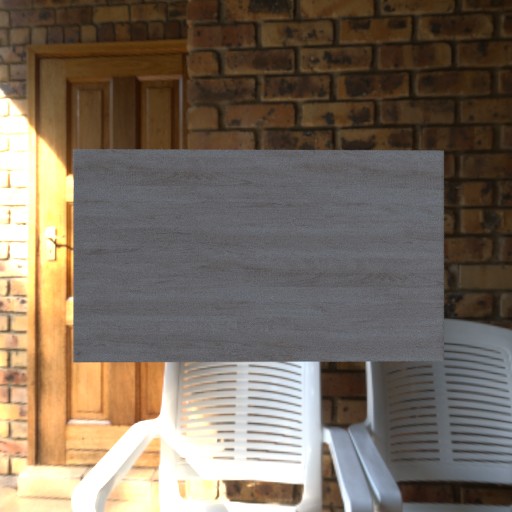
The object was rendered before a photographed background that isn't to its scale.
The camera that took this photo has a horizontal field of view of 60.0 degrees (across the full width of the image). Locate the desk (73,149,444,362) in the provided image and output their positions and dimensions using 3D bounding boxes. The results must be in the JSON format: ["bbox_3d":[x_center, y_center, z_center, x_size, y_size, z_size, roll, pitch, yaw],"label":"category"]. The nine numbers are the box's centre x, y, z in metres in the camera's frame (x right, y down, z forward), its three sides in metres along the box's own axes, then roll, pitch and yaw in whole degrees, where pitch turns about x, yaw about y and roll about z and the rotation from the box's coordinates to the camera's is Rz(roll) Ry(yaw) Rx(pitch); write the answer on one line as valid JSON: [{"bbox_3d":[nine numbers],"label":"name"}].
[{"bbox_3d":[0.000,0.000,2.622,1.400,0.800,1.900,0,0,-1],"label":"desk"}]
